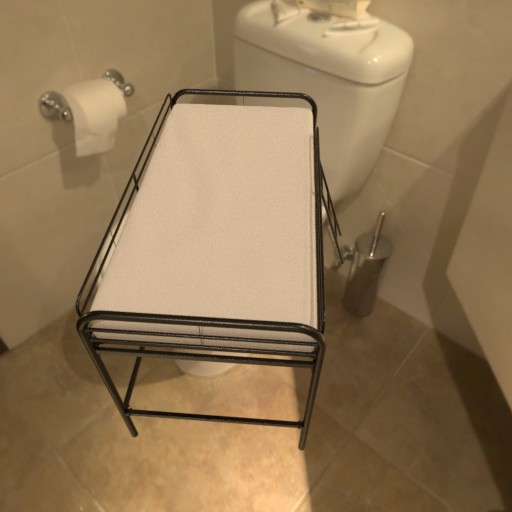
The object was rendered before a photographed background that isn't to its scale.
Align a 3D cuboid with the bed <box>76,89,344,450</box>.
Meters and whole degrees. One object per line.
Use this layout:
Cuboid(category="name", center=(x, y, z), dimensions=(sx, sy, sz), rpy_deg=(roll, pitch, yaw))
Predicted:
Cuboid(category="bed", center=(0.000, 0.000, 2.892), dimensions=(1.393, 1.289, 1.968), rpy_deg=(3, 47, 3))
